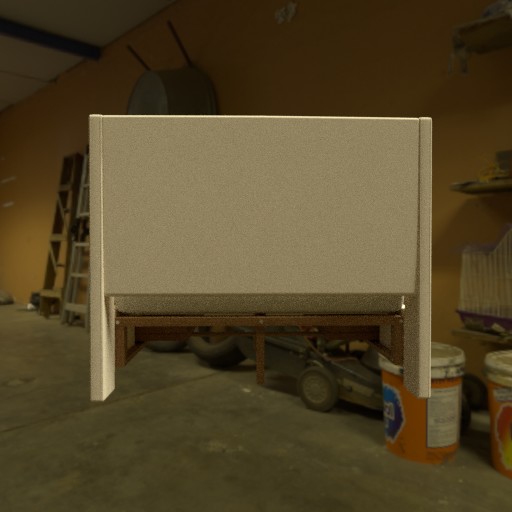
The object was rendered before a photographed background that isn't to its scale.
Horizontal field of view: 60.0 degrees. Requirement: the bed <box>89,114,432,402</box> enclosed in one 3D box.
[{"bbox_3d":[0.000,0.000,3.412,1.765,1.471,2.280,0,1,-2],"label":"bed"}]
